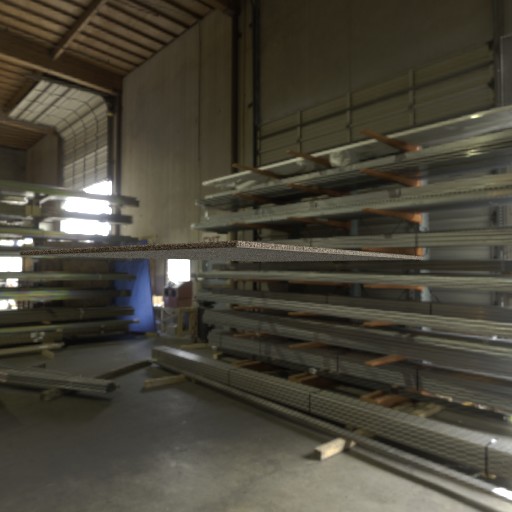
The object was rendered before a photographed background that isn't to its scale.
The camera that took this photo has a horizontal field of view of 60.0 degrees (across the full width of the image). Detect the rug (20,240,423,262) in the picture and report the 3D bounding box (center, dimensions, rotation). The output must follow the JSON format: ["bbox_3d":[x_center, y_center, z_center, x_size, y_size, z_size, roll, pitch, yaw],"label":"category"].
[{"bbox_3d":[0.000,0.000,3.429,1.778,0.030,2.743,-1,-2,36],"label":"rug"}]
